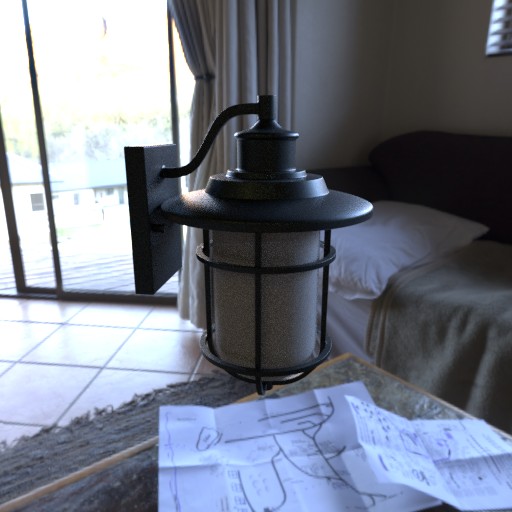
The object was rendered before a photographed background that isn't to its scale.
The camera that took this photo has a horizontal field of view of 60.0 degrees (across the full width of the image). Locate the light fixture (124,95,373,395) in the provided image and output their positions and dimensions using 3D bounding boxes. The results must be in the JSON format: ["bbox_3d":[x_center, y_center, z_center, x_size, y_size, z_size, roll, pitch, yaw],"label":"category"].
[{"bbox_3d":[0.000,0.000,0.506,0.252,0.345,0.222,2,16,8],"label":"light fixture"}]
